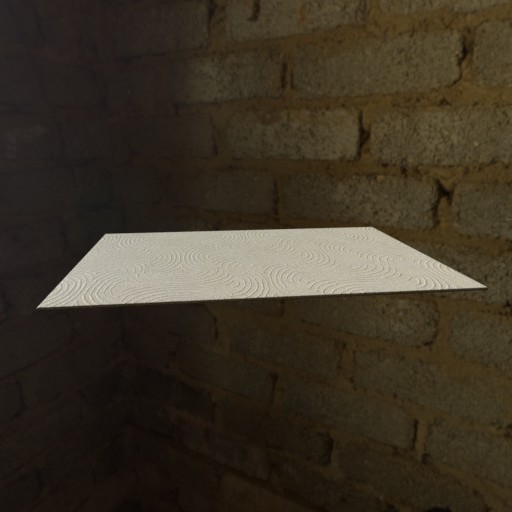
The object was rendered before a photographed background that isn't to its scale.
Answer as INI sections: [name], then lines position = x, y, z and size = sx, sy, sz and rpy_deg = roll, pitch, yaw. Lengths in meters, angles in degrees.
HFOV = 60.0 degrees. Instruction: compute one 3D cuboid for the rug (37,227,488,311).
[rug]
position = 0.000, 0.000, 2.798
size = 2.132, 0.015, 1.526
rpy_deg = -2, 15, -7
